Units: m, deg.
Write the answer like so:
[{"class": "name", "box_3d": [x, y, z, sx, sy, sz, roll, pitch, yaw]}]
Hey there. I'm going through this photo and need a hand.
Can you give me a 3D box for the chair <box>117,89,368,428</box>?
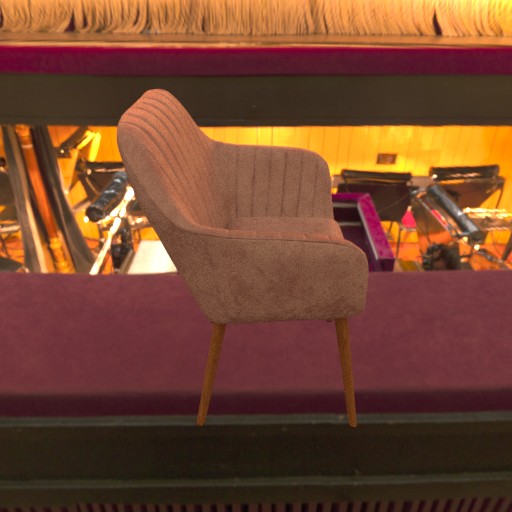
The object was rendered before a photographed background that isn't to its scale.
[{"class": "chair", "box_3d": [0.000, 0.000, 1.234, 0.570, 0.832, 0.610, 0, 31, 0]}]
